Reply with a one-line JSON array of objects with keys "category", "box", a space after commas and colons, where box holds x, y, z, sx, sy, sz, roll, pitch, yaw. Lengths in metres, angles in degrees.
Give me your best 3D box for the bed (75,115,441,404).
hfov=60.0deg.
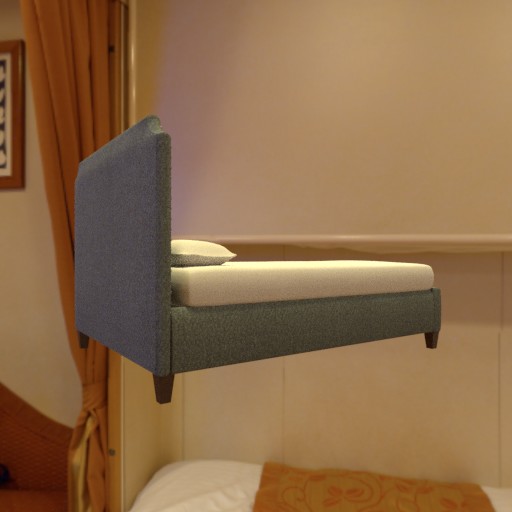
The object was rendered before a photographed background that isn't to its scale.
[{"category": "bed", "box": [0.000, 0.000, 3.467, 2.372, 1.443, 1.712, 0, 0, -35]}]
